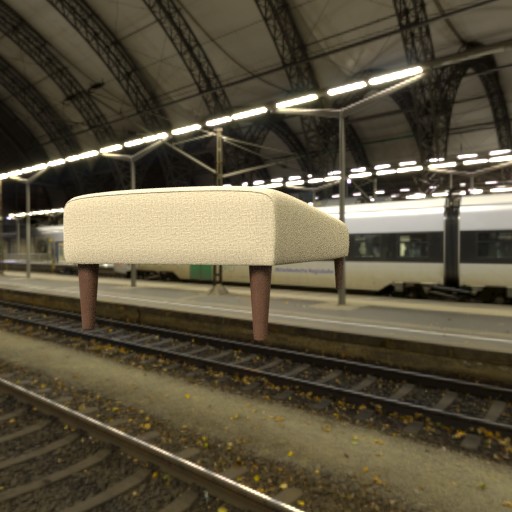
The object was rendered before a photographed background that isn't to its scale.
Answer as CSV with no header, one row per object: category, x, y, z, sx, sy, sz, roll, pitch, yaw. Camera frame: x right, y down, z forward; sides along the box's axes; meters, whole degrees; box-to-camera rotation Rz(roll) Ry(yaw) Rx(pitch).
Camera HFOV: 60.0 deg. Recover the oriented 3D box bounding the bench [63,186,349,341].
bench,0.000,0.000,1.893,0.646,0.393,1.609,0,1,18
